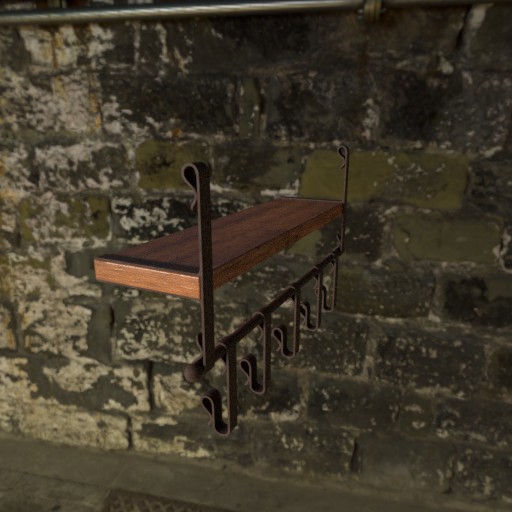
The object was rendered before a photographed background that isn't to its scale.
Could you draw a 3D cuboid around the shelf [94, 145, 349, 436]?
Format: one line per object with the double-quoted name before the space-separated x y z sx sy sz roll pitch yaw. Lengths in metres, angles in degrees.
"shelf" 0.000 0.000 0.711 0.146 0.330 0.567 8 18 25
